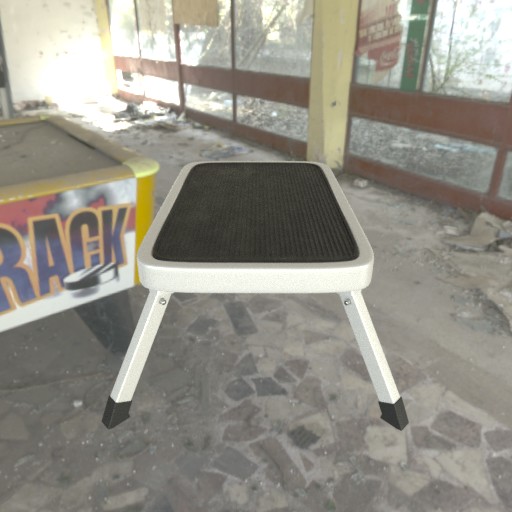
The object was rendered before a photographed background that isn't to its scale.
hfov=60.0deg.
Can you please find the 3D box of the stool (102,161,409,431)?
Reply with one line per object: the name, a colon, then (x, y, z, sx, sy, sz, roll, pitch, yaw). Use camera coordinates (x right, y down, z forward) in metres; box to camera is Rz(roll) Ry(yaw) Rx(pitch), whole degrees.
stool: (0.000, 0.000, 0.620, 0.320, 0.170, 0.460, 0, 27, 0)
